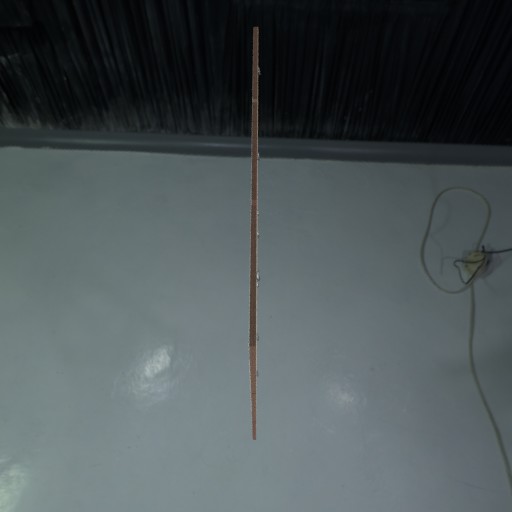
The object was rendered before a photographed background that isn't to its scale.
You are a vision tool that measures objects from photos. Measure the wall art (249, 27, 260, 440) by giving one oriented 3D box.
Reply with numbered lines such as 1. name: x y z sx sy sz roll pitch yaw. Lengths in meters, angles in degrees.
1. wall art: 0.000 0.000 1.353 0.018 0.904 0.906 0 58 0
